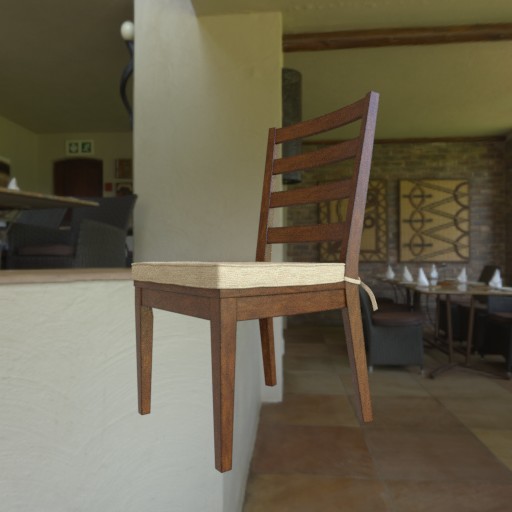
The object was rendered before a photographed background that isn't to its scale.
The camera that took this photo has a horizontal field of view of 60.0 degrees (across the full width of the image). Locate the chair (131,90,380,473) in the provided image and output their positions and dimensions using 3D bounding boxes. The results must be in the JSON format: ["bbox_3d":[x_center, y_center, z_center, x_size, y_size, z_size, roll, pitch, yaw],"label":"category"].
[{"bbox_3d":[0.000,0.000,1.357,0.595,0.979,0.593,0,0,-37],"label":"chair"}]
